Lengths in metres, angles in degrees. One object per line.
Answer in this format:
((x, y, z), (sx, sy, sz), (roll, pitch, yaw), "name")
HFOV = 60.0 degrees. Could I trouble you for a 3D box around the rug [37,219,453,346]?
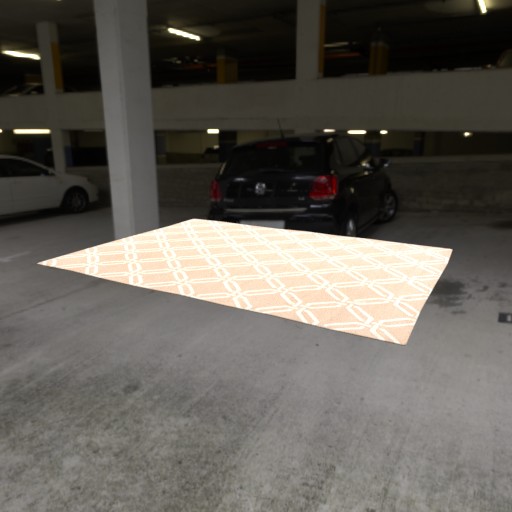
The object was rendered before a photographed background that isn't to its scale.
((0.000, 0.000, 4.373), (3.365, 0.020, 2.452), (9, 18, 28), "rug")
